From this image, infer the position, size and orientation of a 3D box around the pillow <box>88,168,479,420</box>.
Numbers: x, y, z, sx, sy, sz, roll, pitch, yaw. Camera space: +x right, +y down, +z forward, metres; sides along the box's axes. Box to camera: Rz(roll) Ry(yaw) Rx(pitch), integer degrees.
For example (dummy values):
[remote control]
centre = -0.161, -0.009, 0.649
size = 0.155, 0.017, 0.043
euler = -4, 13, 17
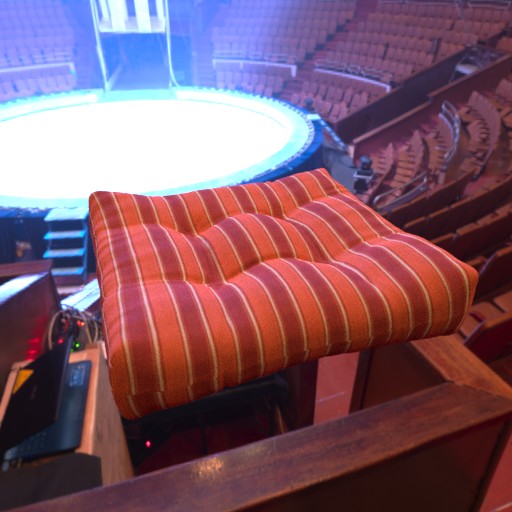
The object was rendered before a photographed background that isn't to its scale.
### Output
[pillow]
centre = 0.000, 0.000, 0.712
size = 0.490, 0.133, 0.468
euler = -11, 32, -18
